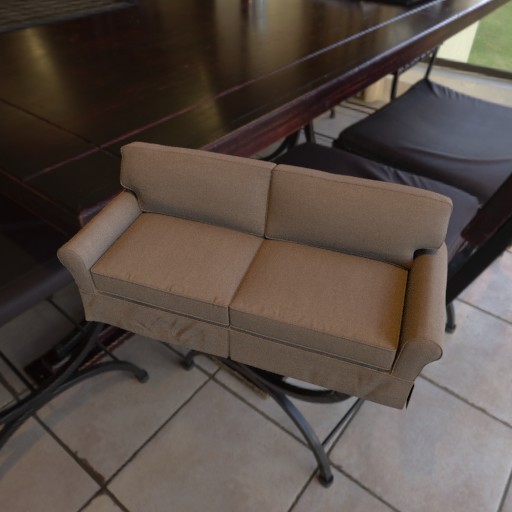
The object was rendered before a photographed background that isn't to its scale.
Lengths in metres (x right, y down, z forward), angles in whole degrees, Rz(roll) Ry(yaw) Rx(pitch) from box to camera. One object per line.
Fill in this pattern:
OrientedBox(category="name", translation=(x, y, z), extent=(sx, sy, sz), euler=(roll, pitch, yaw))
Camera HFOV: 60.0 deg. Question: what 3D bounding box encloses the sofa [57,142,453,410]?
OrientedBox(category="sofa", translation=(0.000, 0.000, 2.775), extent=(2.248, 0.943, 0.991), euler=(13, 42, 14))
